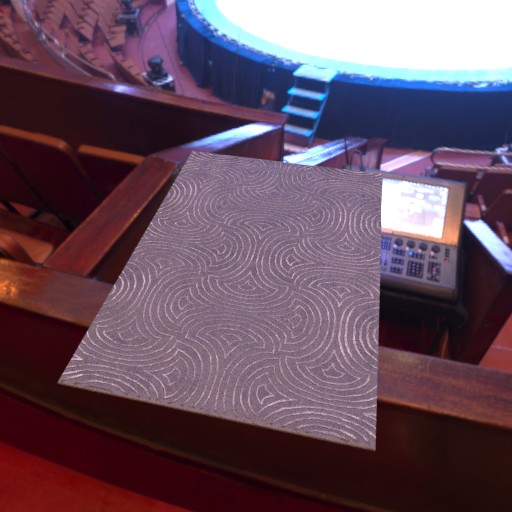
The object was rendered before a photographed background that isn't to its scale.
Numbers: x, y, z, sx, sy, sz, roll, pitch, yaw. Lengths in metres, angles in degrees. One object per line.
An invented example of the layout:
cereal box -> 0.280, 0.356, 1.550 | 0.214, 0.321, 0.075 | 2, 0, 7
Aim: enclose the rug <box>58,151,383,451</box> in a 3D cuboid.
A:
rug -> 0.000, 0.000, 2.807 | 1.543, 0.015, 2.144 | 9, 46, 9
